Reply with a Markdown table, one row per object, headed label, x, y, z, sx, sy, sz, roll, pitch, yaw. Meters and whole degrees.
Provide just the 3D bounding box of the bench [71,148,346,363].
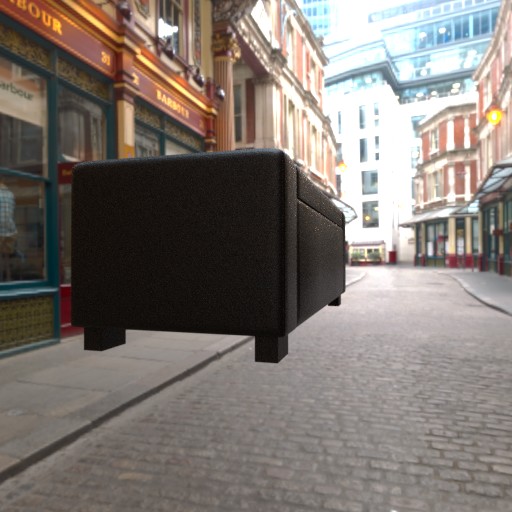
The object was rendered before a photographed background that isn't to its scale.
| label | x | y | z | sx | sy | sz | roll | pitch | yaw |
| --- | --- | --- | --- | --- | --- | --- | --- | --- | --- |
| bench | 0.000 | 0.000 | 1.555 | 0.508 | 0.445 | 1.296 | 0 | 0 | 17 |
